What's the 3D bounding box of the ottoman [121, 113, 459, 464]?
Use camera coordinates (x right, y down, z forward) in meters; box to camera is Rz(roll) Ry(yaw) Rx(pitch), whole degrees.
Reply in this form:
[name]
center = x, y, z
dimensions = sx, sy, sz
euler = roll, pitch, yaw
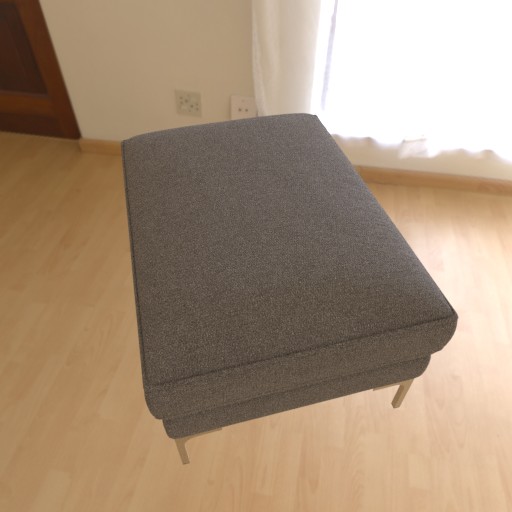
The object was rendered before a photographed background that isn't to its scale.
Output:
[ottoman]
center = 0.000, 0.000, 1.129
dimensions = 0.583, 0.464, 0.785
euler = -11, 47, -10
